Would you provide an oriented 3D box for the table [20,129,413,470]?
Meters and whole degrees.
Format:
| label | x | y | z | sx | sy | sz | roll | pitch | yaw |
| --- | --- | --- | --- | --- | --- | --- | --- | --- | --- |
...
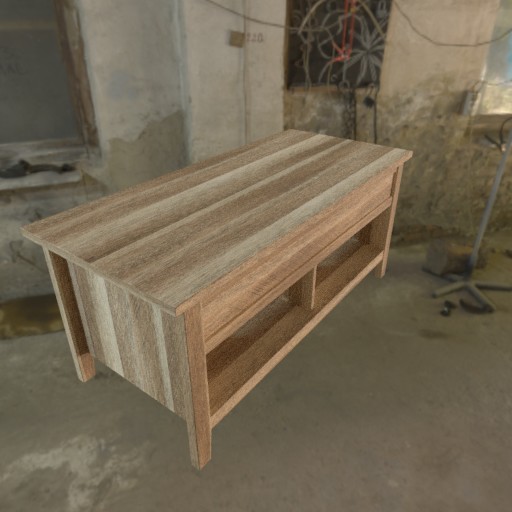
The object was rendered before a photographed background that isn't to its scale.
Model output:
| label | x | y | z | sx | sy | sz | roll | pitch | yaw |
| --- | --- | --- | --- | --- | --- | --- | --- | --- | --- |
| table | 0.000 | 0.000 | 1.358 | 0.493 | 0.480 | 1.095 | 21 | 36 | 31 |
